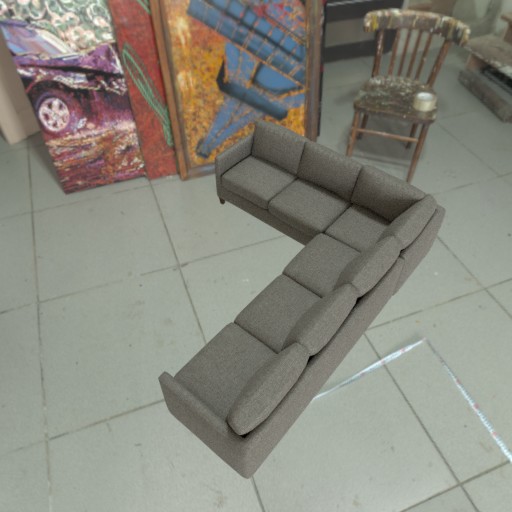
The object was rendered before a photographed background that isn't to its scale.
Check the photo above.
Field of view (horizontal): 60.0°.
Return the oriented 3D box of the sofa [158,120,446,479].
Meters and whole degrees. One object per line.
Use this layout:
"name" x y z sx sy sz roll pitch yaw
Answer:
"sofa" 0.000 0.000 4.576 2.593 0.947 3.302 32 55 25
